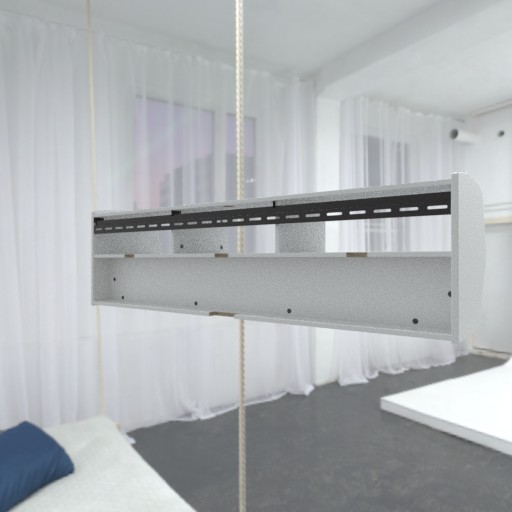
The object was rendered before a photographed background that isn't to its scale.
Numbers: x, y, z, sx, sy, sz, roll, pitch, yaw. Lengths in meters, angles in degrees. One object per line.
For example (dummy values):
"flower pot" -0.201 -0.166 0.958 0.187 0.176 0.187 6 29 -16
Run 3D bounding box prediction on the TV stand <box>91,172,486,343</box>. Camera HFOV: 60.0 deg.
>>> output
"TV stand" 0.000 0.000 1.644 1.473 0.424 0.397 0 0 36
